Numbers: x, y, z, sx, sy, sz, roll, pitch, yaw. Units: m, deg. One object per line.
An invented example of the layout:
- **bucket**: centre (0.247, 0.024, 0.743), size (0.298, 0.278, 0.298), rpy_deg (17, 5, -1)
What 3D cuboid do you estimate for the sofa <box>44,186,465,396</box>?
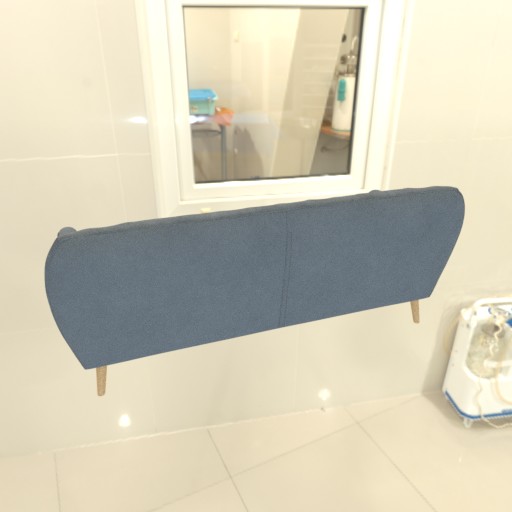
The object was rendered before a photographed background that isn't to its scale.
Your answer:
- **sofa**: centre (0.000, 0.000, 2.389), size (1.975, 0.832, 0.841), rpy_deg (-9, 28, -17)
